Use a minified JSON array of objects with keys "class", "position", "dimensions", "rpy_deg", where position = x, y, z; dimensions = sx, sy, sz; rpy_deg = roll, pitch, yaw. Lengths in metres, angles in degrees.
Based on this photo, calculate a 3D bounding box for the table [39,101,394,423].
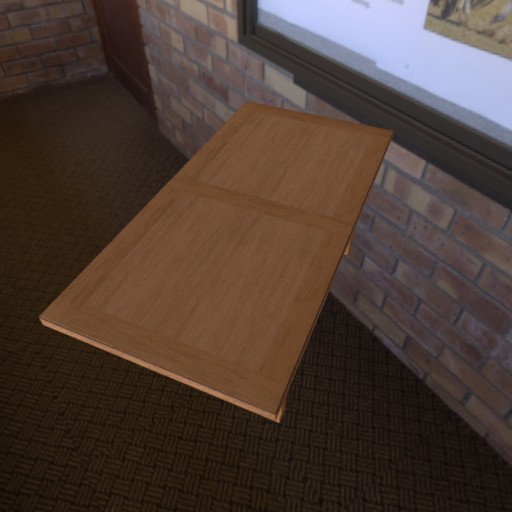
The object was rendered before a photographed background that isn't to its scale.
[{"class":"table","position":[0.000,0.000,2.502],"dimensions":[1.000,0.762,1.982],"rpy_deg":[17,48,16]}]
